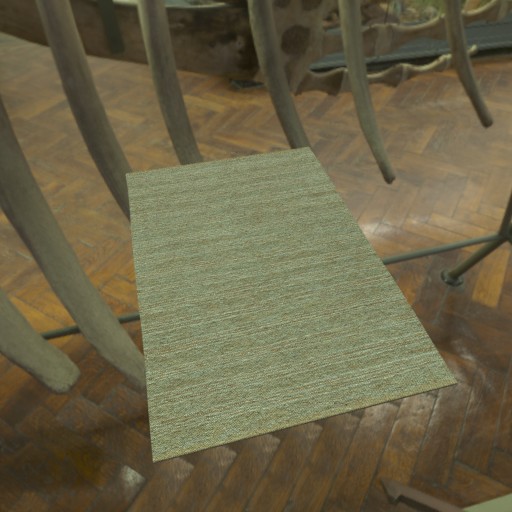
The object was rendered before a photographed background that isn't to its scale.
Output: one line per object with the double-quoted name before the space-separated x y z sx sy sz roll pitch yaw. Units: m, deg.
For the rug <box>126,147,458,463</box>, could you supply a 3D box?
"rug" 0.000 0.000 2.314 1.240 0.010 1.824 -11 47 -10
